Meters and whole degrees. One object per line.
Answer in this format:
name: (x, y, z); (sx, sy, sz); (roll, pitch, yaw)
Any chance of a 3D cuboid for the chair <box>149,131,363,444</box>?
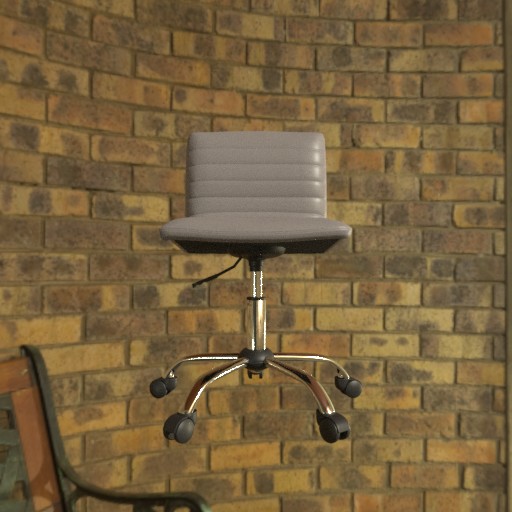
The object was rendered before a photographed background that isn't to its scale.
chair: (0.000, 0.000, 1.134); (0.569, 0.750, 0.542); (0, -1, 0)
